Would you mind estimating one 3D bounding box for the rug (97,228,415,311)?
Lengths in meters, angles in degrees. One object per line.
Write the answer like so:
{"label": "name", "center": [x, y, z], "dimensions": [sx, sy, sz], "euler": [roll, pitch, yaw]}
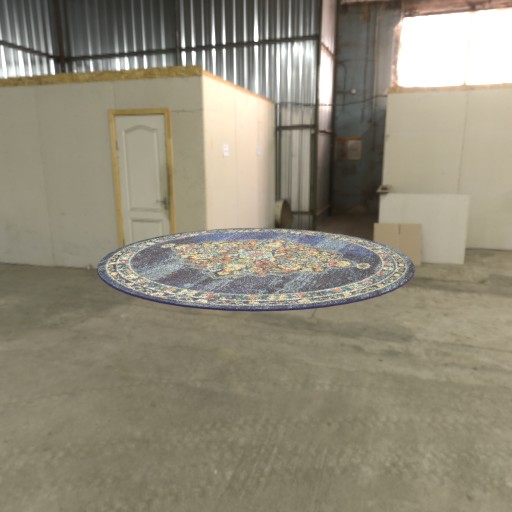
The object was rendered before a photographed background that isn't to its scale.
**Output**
{"label": "rug", "center": [0.000, 0.000, 3.518], "dimensions": [2.386, 0.014, 2.386], "euler": [0, 14, 0]}
